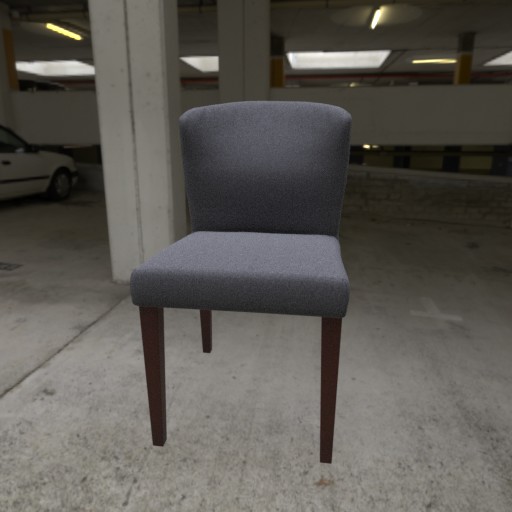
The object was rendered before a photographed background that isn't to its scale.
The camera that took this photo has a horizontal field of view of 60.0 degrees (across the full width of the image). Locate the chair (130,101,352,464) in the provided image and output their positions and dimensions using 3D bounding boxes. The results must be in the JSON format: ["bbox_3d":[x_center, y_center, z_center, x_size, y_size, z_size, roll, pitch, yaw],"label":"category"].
[{"bbox_3d":[0.000,0.000,1.207,0.491,0.839,0.592,2,15,8],"label":"chair"}]
